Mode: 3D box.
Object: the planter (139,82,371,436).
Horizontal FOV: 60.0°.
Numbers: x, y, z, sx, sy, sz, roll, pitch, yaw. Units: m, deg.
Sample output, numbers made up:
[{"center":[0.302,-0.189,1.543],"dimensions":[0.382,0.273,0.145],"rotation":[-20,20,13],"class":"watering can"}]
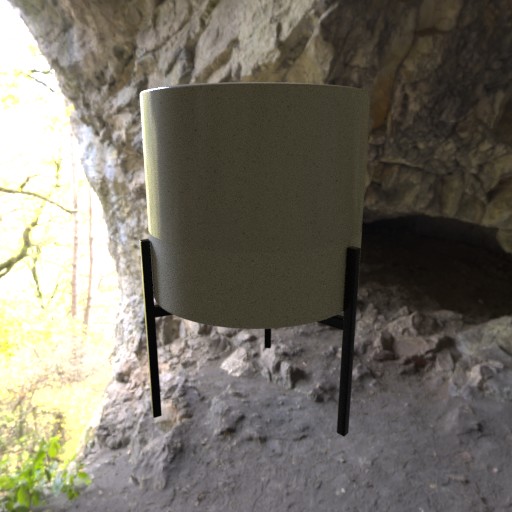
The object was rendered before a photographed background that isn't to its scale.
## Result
[{"center":[0.000,0.000,0.334],"dimensions":[0.152,0.230,0.159],"rotation":[2,16,9],"class":"planter"}]
